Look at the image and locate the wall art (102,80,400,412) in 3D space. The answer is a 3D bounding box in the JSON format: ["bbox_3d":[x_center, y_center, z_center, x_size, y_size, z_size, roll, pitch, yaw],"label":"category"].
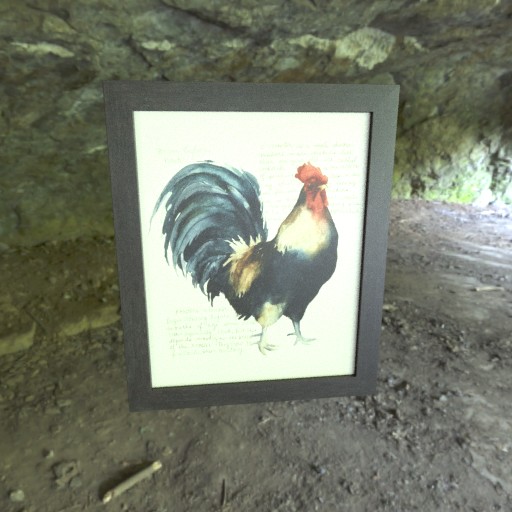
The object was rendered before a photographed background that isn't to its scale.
[{"bbox_3d":[0.000,0.000,0.794,0.479,0.580,0.027,-2,15,-7],"label":"wall art"}]
